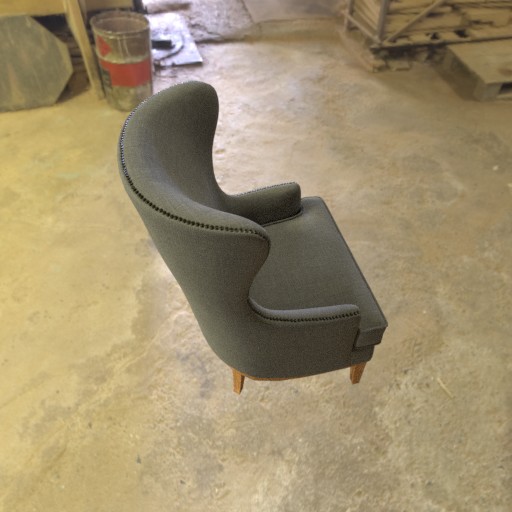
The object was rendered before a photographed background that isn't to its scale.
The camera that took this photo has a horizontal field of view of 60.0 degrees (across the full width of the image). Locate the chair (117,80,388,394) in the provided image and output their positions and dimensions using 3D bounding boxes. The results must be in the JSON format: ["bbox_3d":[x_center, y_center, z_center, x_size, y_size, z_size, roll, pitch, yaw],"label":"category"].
[{"bbox_3d":[0.000,0.000,1.856,0.883,1.176,0.864,-10,49,-9],"label":"chair"}]
